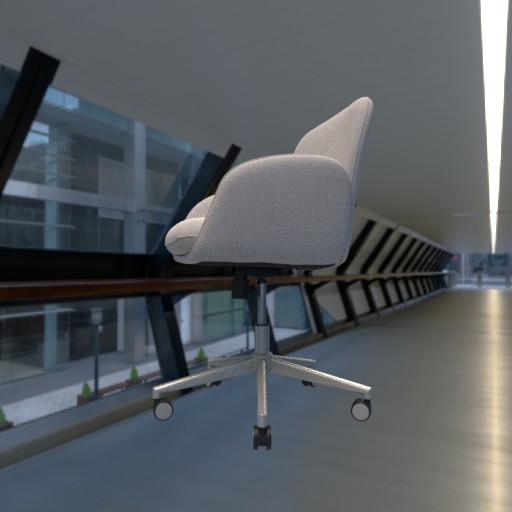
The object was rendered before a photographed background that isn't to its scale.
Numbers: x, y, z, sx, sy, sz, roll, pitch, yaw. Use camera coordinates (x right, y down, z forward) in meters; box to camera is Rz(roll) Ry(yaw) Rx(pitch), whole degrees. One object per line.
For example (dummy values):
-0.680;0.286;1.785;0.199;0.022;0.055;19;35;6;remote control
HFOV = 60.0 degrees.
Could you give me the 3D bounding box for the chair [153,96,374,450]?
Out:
0.000;0.000;1.398;0.633;0.959;0.648;0;-1;-17;chair
